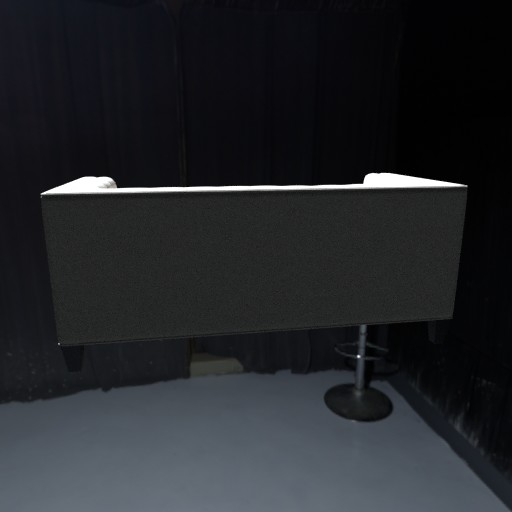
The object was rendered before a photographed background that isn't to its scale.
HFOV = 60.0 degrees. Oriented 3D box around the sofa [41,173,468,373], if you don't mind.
[{"bbox_3d":[0.000,0.000,2.262,1.778,0.762,0.775,-2,15,-9],"label":"sofa"}]
